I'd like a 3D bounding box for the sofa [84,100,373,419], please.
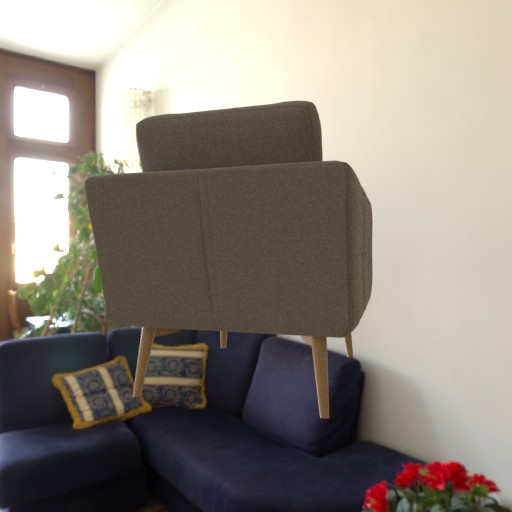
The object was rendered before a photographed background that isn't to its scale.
[{"bbox_3d":[0.000,0.000,1.570,0.770,0.860,0.920,0,0,17],"label":"sofa"}]
